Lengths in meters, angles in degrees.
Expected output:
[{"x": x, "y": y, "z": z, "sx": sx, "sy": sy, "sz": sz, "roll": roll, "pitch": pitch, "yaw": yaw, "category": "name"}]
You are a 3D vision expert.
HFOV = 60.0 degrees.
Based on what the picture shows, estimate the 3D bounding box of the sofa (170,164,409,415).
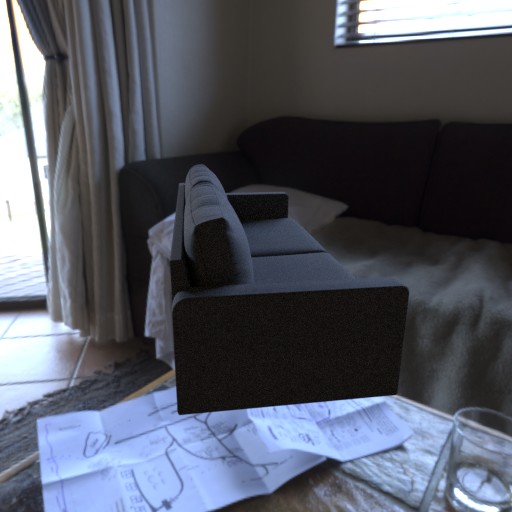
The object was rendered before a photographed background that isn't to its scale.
[{"x": 0.000, "y": 0.000, "z": 2.557, "sx": 0.880, "sy": 0.880, "sz": 2.100, "roll": -3, "pitch": 18, "yaw": -8, "category": "sofa"}]
